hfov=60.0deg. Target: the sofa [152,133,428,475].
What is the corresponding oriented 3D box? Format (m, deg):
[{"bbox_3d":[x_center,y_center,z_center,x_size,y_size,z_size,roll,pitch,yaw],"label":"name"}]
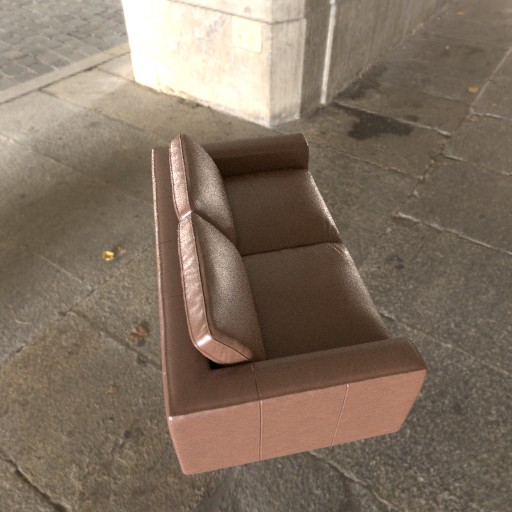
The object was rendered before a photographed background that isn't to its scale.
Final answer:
[{"bbox_3d":[0.000,0.000,2.463,1.070,0.800,1.920,-8,45,-8],"label":"sofa"}]
